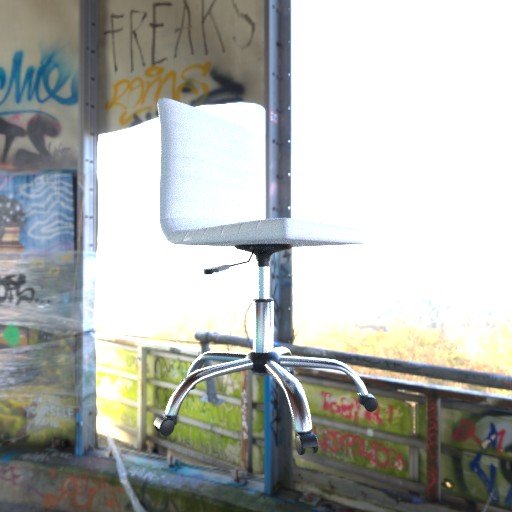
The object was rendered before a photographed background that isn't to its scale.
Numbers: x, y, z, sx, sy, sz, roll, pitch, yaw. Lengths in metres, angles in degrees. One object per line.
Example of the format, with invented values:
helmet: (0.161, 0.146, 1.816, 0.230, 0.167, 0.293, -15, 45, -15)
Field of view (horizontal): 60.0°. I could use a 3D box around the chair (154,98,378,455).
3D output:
chair: (0.000, 0.000, 1.143, 0.530, 0.780, 0.556, 0, -1, 37)
